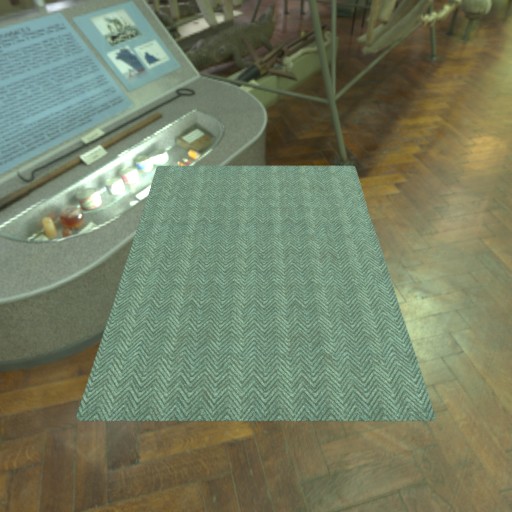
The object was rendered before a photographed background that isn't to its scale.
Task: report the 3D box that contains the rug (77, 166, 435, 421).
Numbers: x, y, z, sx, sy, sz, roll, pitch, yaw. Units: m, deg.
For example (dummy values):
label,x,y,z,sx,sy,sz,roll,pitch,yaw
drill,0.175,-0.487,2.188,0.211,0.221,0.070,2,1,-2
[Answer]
label,x,y,z,sx,sy,sz,roll,pitch,yaw
rug,0.000,0.000,5.020,2.894,0.011,3.957,0,42,0
